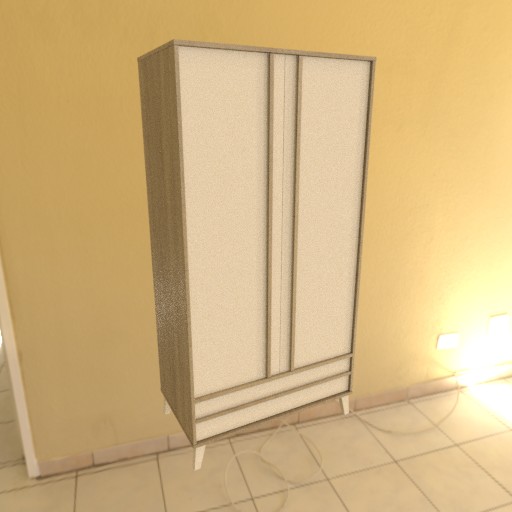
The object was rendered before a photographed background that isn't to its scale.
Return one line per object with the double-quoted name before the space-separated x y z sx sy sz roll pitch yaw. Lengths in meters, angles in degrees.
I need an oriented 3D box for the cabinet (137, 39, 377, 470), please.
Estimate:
"cabinet" 0.000 0.000 2.425 1.006 1.999 0.571 -9 19 -27
